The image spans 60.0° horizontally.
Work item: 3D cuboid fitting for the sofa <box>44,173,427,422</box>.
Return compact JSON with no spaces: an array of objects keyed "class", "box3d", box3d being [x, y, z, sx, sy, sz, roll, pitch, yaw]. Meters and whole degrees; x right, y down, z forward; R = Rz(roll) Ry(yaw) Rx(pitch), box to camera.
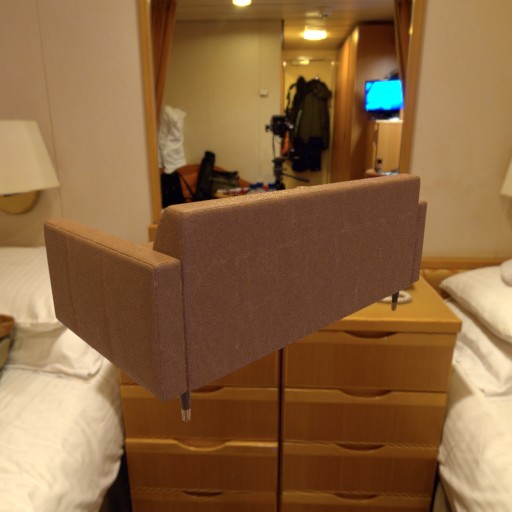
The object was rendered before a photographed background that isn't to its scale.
[{"class":"sofa","box3d":[0.000,0.000,2.362,1.847,0.821,0.993,-15,22,-42]}]
